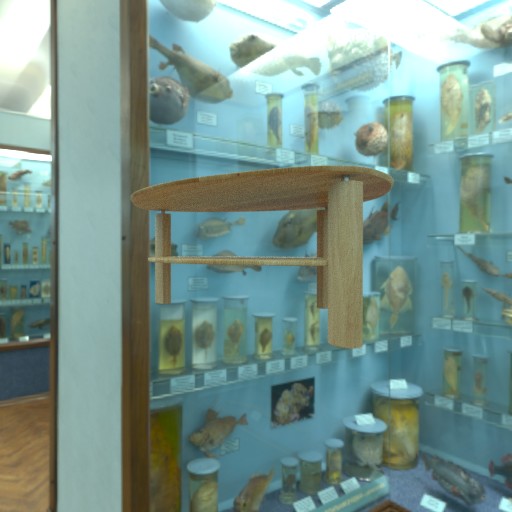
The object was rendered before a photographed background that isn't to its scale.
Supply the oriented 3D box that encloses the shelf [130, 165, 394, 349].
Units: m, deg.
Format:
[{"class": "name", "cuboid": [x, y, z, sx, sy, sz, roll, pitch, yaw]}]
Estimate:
[{"class": "shelf", "cuboid": [0.000, 0.000, 1.644, 0.845, 0.440, 1.246, 0, 1, -35]}]
